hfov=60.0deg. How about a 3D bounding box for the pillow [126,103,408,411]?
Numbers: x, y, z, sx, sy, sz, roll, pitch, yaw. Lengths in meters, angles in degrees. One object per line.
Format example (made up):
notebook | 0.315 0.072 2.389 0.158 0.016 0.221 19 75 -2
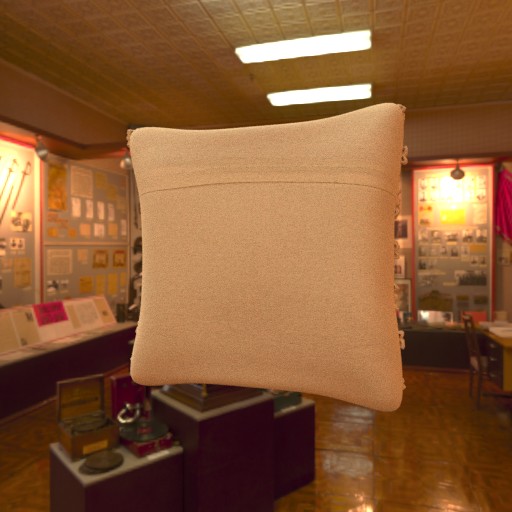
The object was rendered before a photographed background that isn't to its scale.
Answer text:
pillow | 0.000 0.000 0.675 0.437 0.427 0.145 0 1 17
